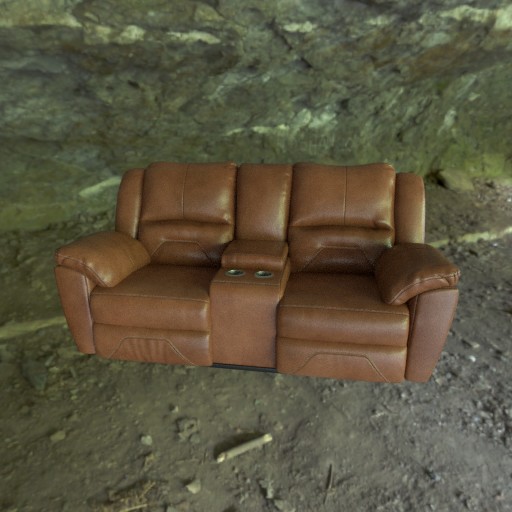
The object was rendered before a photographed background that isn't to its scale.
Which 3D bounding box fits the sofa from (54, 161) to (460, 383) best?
[{"bbox_3d":[0.000,0.000,2.619,2.058,1.043,0.991,3,17,9],"label":"sofa"}]
